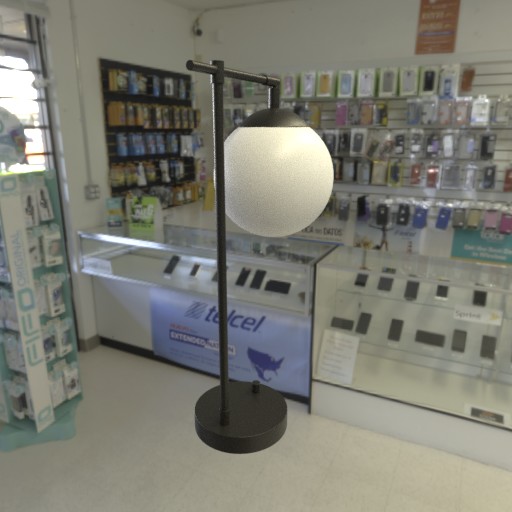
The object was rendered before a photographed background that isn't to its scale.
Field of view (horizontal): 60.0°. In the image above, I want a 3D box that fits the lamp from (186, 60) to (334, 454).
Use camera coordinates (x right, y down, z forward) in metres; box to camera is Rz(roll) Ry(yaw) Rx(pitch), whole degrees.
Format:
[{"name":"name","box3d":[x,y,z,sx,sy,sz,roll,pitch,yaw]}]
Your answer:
[{"name":"lamp","box3d":[0.000,0.000,0.717,0.197,0.559,0.316,9,18,28]}]
